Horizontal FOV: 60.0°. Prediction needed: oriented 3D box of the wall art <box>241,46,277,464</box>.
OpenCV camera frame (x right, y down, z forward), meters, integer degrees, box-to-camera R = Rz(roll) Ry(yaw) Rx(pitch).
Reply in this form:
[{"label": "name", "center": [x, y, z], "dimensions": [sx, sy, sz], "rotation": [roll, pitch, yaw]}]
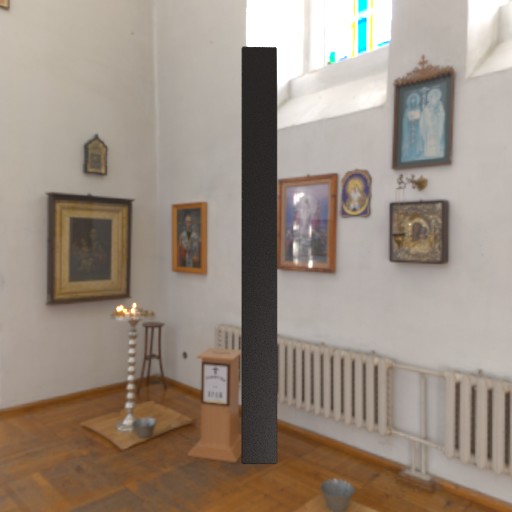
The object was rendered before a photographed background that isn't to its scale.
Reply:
[{"label": "wall art", "center": [0.000, 0.000, 0.540], "dimensions": [0.028, 0.330, 0.380], "rotation": [0, 0, -1]}]
